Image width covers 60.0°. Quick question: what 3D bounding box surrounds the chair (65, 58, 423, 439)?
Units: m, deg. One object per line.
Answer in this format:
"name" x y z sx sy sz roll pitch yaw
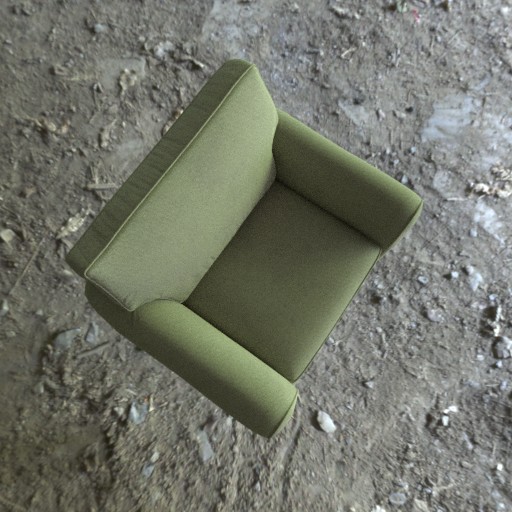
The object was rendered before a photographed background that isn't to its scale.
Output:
"chair" 0.000 0.000 1.884 0.939 1.044 1.147 34 78 8
